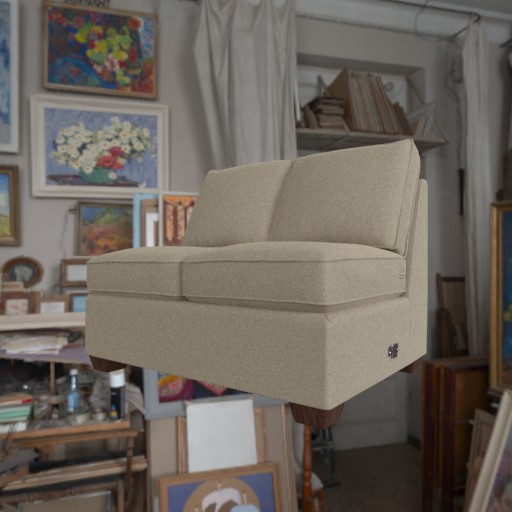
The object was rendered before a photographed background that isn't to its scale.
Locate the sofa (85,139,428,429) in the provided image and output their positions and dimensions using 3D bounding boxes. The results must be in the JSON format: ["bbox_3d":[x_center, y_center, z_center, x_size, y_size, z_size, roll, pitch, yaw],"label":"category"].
[{"bbox_3d":[0.000,0.000,1.971,1.237,1.008,0.951,0,0,37],"label":"sofa"}]
